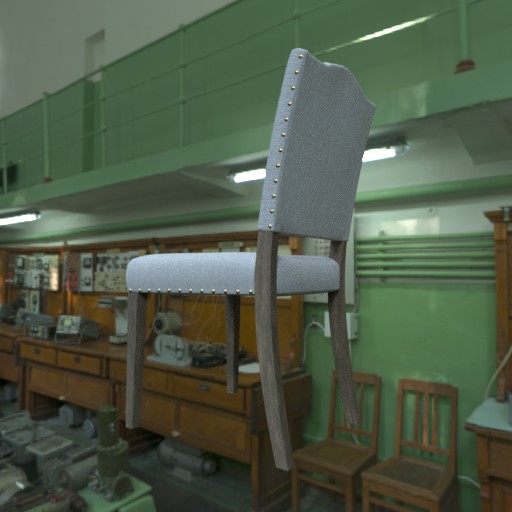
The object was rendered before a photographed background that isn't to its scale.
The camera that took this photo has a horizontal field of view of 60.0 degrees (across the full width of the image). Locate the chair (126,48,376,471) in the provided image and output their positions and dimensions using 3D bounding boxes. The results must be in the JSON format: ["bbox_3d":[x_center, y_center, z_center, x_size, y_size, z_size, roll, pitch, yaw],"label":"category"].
[{"bbox_3d":[0.000,0.000,1.357,0.620,1.020,0.508,-2,-3,37],"label":"chair"}]
